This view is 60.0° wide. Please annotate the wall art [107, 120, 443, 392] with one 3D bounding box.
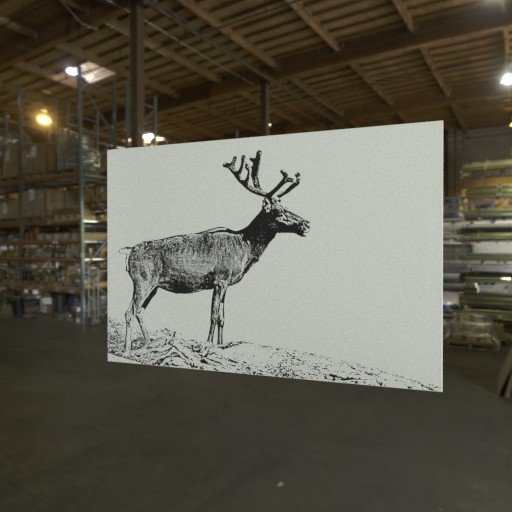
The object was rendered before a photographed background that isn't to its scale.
[{"bbox_3d":[0.000,0.000,1.166,0.906,0.617,0.033,0,0,19],"label":"wall art"}]
